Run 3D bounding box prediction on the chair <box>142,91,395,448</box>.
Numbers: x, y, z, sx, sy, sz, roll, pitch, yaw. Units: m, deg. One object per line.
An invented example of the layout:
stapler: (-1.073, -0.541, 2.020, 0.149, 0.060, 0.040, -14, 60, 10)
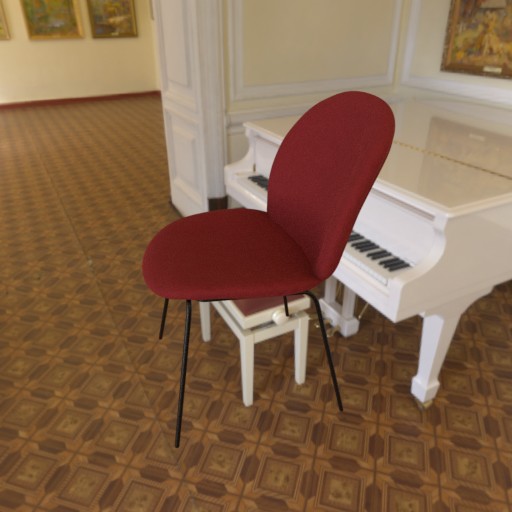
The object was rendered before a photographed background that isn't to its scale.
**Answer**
chair: (0.000, 0.000, 1.173, 0.587, 0.791, 0.458, -8, 30, -14)
